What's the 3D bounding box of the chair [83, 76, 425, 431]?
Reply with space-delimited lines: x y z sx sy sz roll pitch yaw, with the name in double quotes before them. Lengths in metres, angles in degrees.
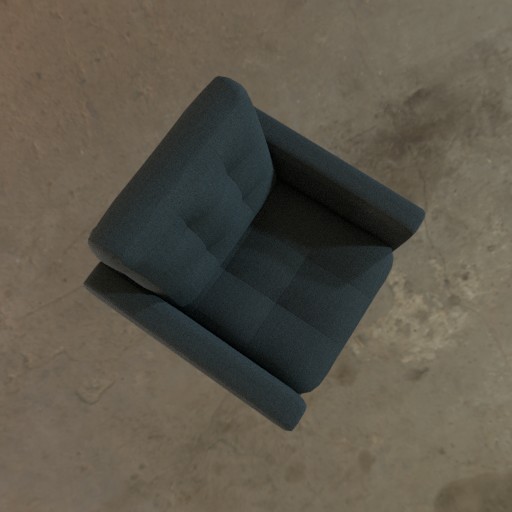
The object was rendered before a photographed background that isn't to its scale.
"chair" 0.000 0.000 1.527 0.843 0.880 0.821 33 79 7
